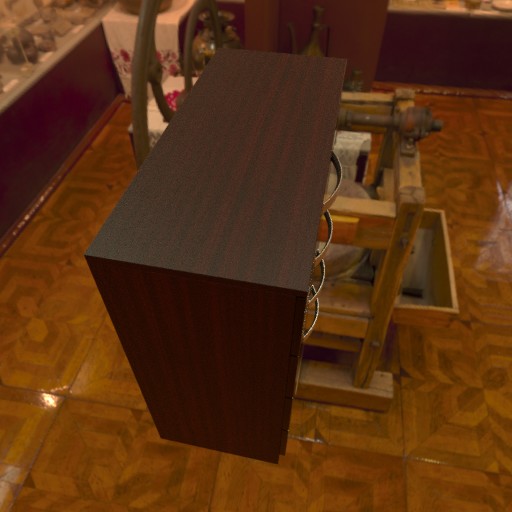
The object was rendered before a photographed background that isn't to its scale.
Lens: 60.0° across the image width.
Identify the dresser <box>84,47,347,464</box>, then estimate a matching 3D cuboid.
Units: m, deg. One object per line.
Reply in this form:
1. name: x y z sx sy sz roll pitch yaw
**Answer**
1. dresser: 0.000 0.000 1.139 0.360 0.720 0.750 9 48 8
